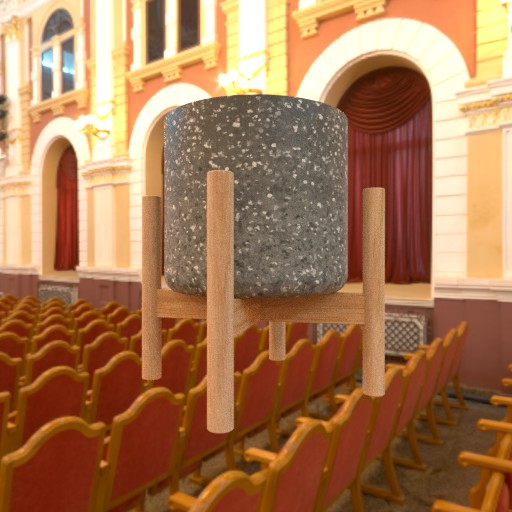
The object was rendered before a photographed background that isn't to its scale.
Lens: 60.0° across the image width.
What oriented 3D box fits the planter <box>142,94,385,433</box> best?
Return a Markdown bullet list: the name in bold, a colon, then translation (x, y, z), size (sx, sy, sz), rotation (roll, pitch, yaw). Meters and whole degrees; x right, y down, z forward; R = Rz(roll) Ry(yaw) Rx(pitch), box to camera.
- **planter**: translation (0.000, 0.000, 0.548), size (0.284, 0.320, 0.284), rotation (0, 0, 36)
